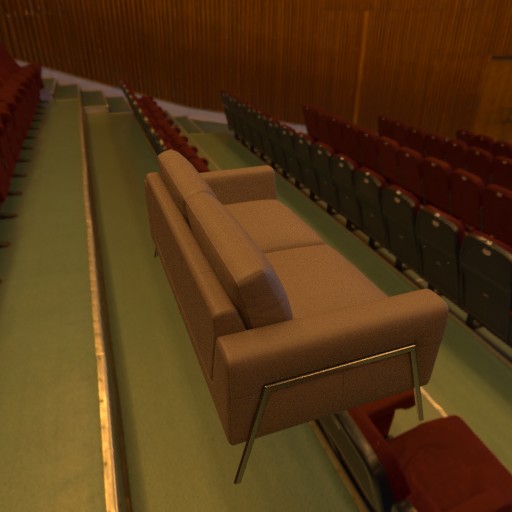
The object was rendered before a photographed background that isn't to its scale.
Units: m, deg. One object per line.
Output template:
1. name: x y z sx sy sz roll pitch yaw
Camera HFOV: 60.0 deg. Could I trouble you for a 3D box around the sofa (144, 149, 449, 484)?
1. sofa: 0.000 0.000 2.537 0.953 0.875 2.017 -10 31 -18
